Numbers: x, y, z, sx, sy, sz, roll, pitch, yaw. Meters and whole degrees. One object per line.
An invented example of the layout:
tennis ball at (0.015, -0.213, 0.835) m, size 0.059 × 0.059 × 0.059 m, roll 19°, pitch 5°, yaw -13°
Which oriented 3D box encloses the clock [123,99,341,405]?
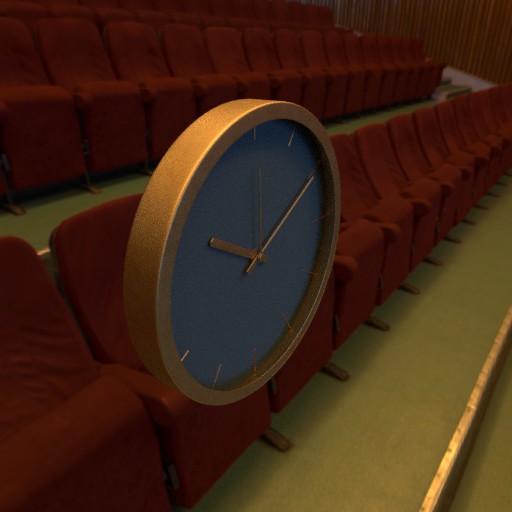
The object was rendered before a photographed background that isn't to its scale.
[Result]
clock at (0.000, 0.000, 0.472) m, size 0.040 × 0.314 × 0.314 m, roll 17°, pitch 30°, yaw 33°
